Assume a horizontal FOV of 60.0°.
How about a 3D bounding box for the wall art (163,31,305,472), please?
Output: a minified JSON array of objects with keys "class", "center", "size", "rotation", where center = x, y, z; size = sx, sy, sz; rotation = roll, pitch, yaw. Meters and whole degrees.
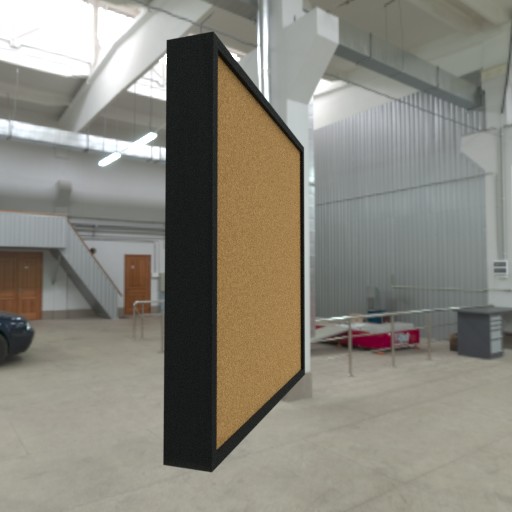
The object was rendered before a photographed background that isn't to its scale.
[{"class":"wall art","center":[0.000,0.000,0.457],"size":[0.037,0.305,0.305],"rotation":[-1,-2,18]}]
